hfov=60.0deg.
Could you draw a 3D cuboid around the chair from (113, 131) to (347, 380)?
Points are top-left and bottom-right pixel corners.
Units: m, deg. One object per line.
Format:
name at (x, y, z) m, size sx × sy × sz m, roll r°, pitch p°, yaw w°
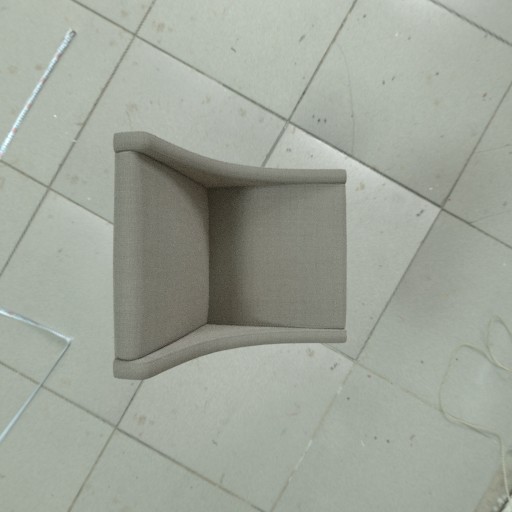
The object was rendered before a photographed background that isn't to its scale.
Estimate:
chair at (0.000, 0.000, 1.432) m, size 0.611 × 1.021 × 0.575 m, roll 0°, pitch 90°, yaw 0°
